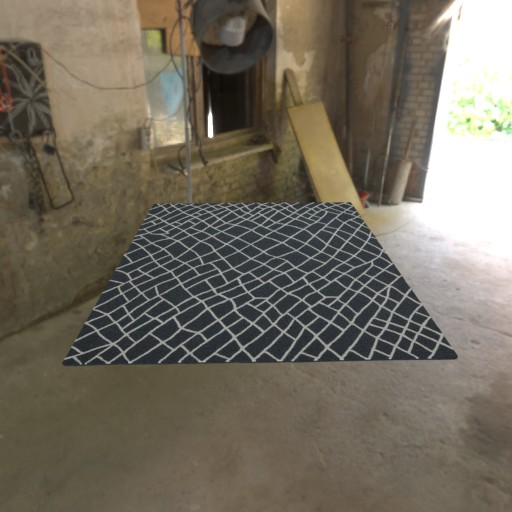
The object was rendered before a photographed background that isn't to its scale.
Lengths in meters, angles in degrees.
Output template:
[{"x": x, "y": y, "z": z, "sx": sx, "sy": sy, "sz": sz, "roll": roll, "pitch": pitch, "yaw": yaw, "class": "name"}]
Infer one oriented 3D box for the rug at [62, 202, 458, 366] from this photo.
[{"x": 0.000, "y": 0.000, "z": 4.082, "sx": 2.439, "sy": 0.022, "sz": 3.047, "roll": -1, "pitch": 25, "yaw": -1, "class": "rug"}]
